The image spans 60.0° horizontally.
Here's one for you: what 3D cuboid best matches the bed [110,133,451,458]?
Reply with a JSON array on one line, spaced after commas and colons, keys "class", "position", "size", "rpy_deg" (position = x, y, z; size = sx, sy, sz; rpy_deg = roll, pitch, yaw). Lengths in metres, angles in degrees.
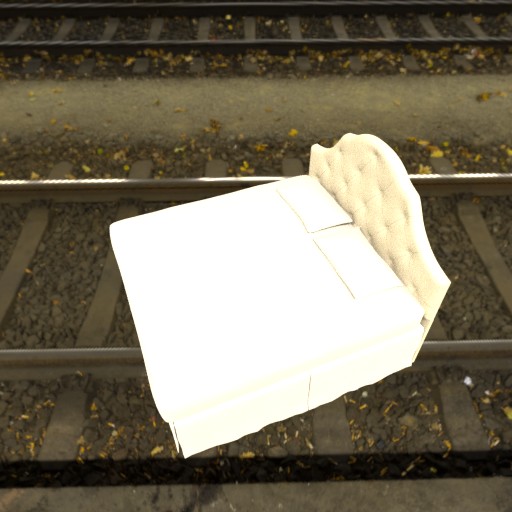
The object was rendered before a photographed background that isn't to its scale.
[{"class": "bed", "position": [0.000, 0.000, 3.534], "size": [2.086, 1.555, 2.012], "rpy_deg": [-16, 47, -16]}]
